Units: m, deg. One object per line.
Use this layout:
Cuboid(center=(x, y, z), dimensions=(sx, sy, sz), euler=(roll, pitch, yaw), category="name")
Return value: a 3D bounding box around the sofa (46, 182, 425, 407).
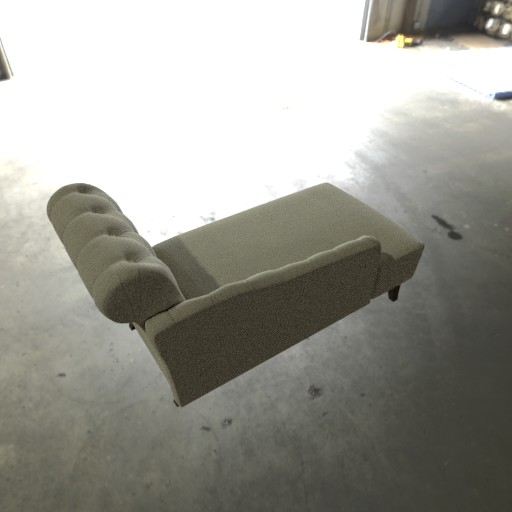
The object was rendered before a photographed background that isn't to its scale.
Cuboid(center=(0.000, 0.000, 1.860), dimensions=(1.379, 0.787, 0.675), euler=(-23, 44, -26), category="sofa")
